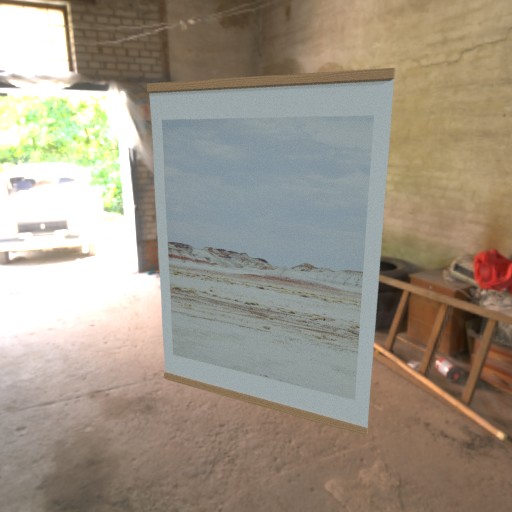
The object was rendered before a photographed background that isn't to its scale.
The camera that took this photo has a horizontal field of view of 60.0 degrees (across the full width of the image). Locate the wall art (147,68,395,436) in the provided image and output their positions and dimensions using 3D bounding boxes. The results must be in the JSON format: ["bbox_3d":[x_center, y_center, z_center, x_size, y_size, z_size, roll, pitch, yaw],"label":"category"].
[{"bbox_3d":[0.000,0.000,1.348,0.739,1.016,0.020,7,17,25],"label":"wall art"}]
